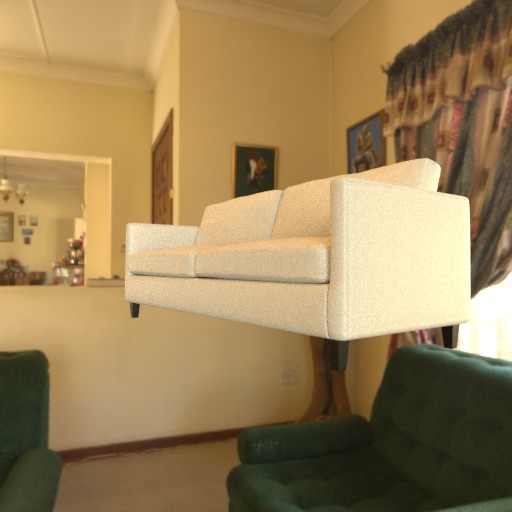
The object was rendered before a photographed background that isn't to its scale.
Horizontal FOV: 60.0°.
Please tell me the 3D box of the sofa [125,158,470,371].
[{"bbox_3d":[0.000,0.000,2.931,0.948,0.965,2.434,1,-2,-36],"label":"sofa"}]
